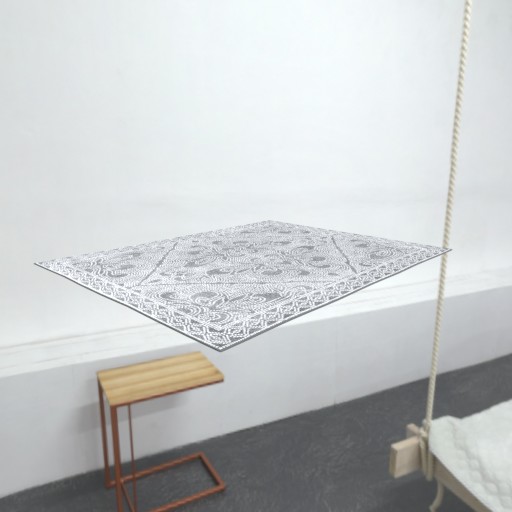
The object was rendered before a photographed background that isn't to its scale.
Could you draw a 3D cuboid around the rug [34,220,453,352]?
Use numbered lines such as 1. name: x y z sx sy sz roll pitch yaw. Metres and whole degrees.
1. rug: 0.000 0.000 4.072 2.438 0.012 3.048 14 20 43
